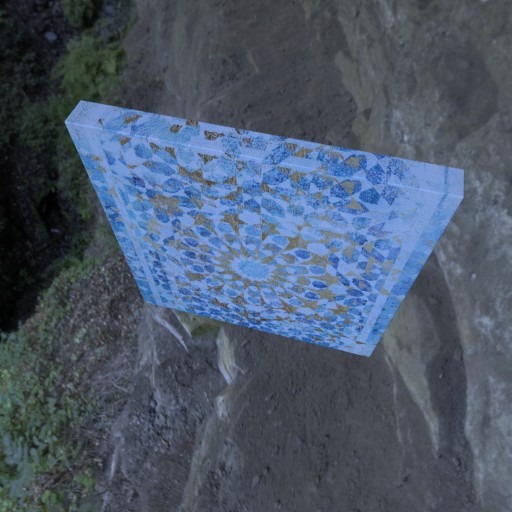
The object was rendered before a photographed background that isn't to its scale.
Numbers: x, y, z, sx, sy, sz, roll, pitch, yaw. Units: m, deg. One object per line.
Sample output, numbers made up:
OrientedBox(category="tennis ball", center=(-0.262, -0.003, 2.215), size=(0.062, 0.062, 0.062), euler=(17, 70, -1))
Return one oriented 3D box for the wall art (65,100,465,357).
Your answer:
OrientedBox(category="wall art", center=(0.000, 0.000, 0.613), size=(0.405, 0.405, 0.037), euler=(13, 57, 8))
